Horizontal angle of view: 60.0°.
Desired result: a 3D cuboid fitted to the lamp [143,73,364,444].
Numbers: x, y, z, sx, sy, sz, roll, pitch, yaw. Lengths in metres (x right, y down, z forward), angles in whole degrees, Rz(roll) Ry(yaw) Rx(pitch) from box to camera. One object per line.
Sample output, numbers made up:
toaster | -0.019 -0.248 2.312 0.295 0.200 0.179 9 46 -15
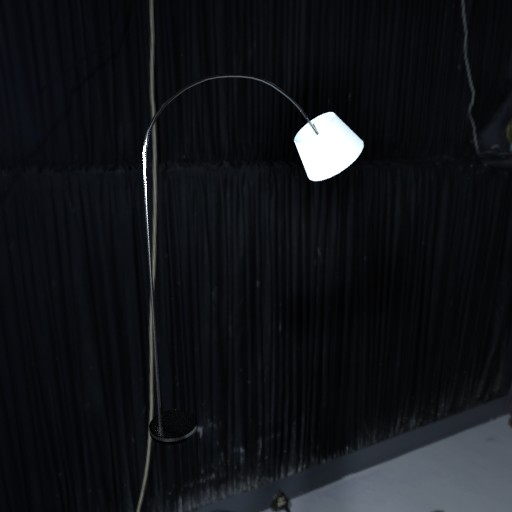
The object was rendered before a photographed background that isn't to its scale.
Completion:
lamp | 0.000 0.000 2.747 1.445 2.098 0.406 -7 17 -26
